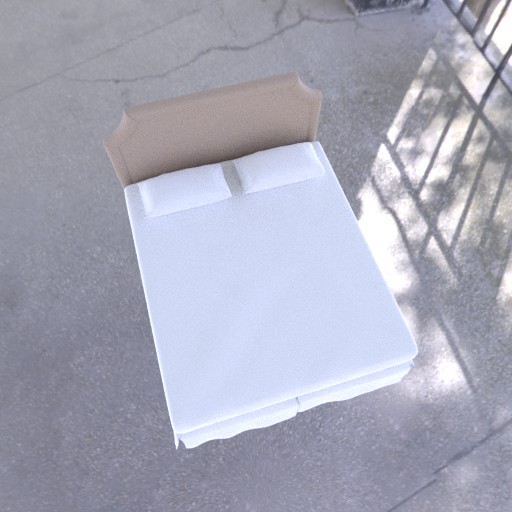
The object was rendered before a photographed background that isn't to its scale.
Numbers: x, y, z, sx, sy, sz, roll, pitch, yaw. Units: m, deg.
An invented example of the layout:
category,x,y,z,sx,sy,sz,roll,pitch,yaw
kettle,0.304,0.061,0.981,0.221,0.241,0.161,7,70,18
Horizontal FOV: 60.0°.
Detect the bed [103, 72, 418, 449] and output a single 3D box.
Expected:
category,x,y,z,sx,sy,sz,roll,pitch,yaw
bed,0.000,0.000,4.155,2.350,1.590,2.773,-15,64,-8
